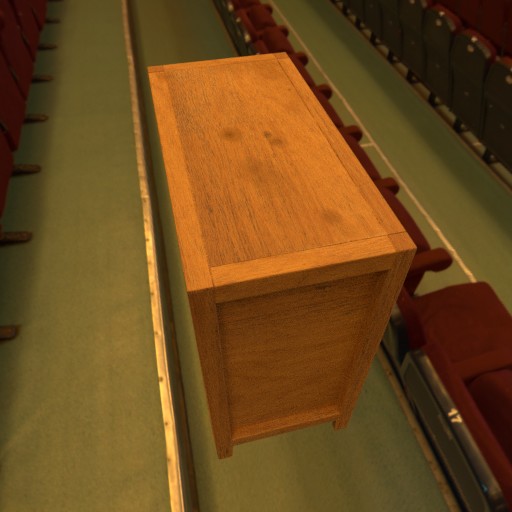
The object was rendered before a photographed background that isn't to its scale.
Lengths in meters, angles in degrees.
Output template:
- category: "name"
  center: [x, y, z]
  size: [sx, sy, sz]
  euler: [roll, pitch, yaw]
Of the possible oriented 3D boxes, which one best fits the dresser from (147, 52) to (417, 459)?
- category: "dresser"
  center: [0.000, 0.000, 1.290]
  size: [0.427, 0.804, 0.804]
  euler: [-10, 49, -9]
